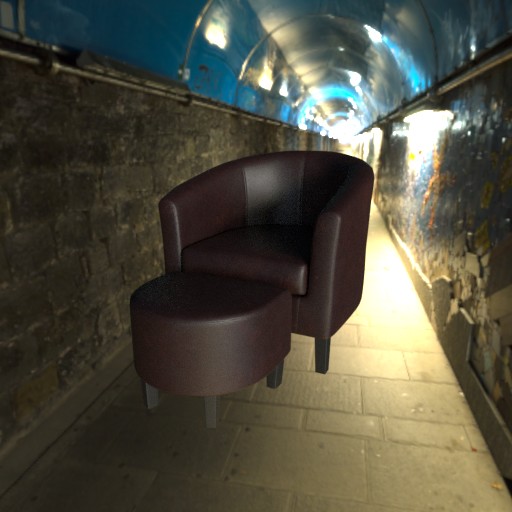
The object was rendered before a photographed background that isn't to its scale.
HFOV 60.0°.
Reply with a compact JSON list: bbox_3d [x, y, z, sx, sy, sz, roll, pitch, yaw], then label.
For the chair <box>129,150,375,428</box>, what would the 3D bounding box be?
[{"bbox_3d":[0.000,0.000,1.687,0.737,0.755,1.176,7,17,26],"label":"chair"}]
